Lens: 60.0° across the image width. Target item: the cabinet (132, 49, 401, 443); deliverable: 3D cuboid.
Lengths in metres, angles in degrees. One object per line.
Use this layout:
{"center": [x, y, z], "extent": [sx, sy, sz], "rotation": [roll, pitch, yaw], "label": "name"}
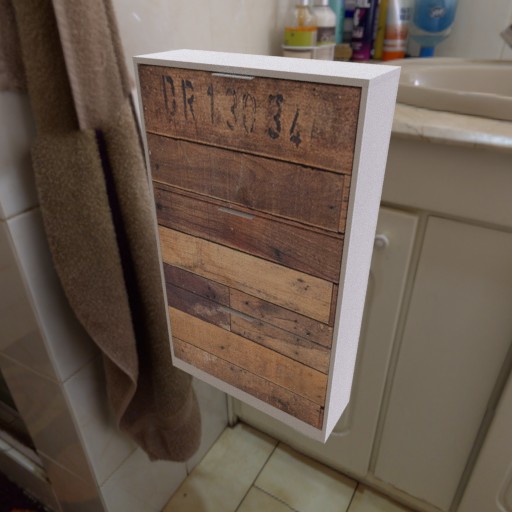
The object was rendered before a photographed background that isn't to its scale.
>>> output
{"center": [0.000, 0.000, 1.580], "extent": [0.750, 1.280, 0.250], "rotation": [18, 35, 28], "label": "cabinet"}
